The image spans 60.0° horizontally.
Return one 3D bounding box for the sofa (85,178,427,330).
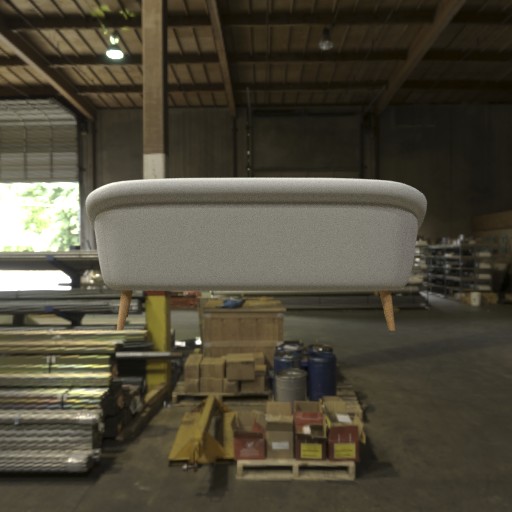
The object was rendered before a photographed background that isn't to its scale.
[{"bbox_3d":[0.000,0.000,2.681,2.160,0.795,0.827,0,1,0],"label":"sofa"}]
